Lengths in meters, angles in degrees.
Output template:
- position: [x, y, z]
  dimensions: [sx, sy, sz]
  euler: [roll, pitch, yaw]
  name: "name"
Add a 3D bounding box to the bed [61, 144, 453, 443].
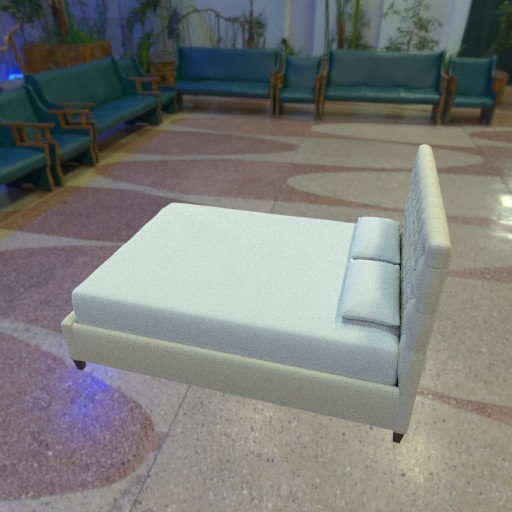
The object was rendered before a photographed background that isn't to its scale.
- position: [0.000, 0.000, 3.362]
  dimensions: [2.387, 1.427, 1.698]
  euler: [8, 31, 14]
  name: "bed"
